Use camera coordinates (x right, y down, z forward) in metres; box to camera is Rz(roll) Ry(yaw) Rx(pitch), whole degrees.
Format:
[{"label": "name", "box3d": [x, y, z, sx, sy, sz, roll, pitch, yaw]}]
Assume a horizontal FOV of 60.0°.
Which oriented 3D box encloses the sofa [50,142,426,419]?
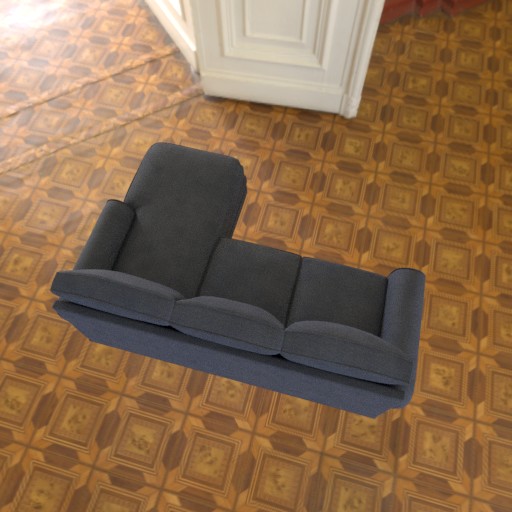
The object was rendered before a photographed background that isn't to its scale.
[{"label": "sofa", "box3d": [0.000, 0.000, 3.491, 2.567, 1.063, 1.780, 13, 64, 7]}]
